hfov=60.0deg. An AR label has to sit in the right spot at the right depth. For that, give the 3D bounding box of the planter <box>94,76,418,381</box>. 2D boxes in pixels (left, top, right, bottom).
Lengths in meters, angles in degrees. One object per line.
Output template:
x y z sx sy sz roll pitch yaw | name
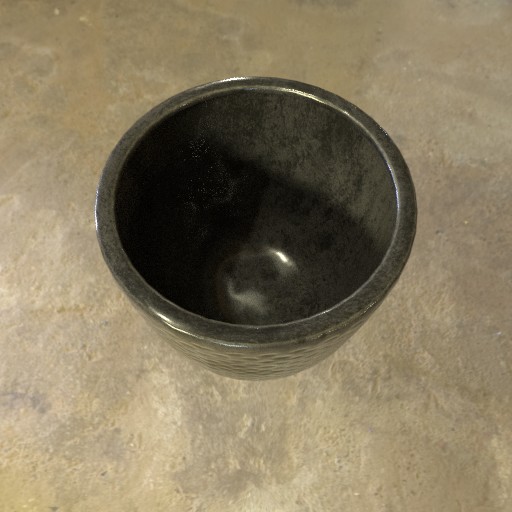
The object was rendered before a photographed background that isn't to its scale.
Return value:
0.000 0.000 0.247 0.140 0.129 0.140 0 63 0 | planter
